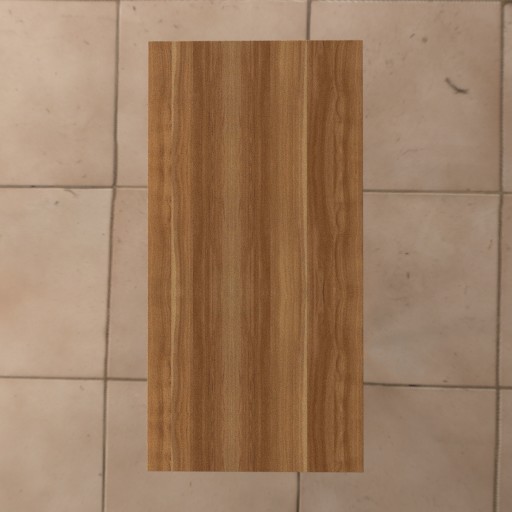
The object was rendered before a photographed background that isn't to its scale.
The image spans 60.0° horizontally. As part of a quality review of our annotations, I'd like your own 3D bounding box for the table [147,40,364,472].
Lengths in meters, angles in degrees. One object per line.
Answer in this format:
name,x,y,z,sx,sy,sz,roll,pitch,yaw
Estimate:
table,0.000,0.000,2.439,1.000,0.770,2.000,0,89,1
